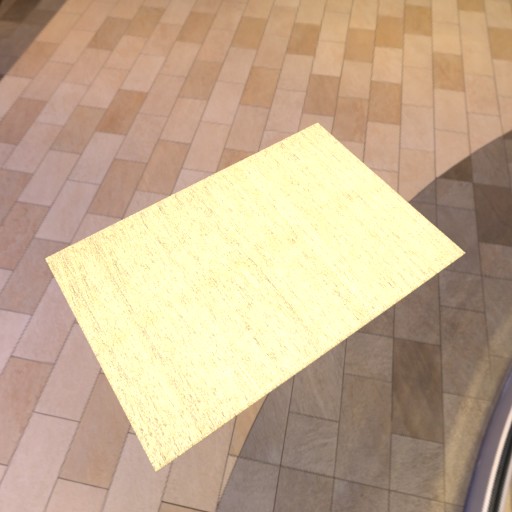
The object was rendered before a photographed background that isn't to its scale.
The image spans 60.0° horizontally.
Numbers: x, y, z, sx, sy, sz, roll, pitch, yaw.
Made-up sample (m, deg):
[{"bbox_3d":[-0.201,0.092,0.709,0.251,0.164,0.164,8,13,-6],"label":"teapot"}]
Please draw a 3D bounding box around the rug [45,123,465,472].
[{"bbox_3d":[0.000,0.000,2.352,1.850,0.015,1.250,-30,62,-18],"label":"rug"}]
